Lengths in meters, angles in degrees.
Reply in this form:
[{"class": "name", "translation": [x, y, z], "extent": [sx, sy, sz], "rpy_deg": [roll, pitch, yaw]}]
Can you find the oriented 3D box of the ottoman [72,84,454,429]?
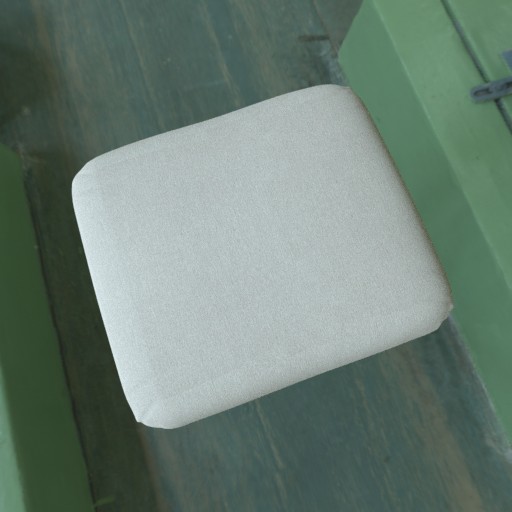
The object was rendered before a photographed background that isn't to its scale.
[{"class": "ottoman", "translation": [0.000, 0.000, 1.127], "extent": [0.746, 0.450, 0.639], "rpy_deg": [-19, 76, -5]}]
